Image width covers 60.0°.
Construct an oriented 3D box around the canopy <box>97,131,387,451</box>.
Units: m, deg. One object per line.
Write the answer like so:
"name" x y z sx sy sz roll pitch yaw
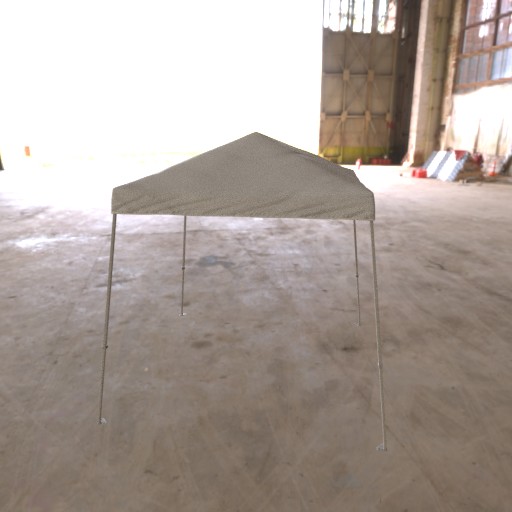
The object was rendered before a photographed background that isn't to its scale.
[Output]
"canopy" 0.000 0.000 5.260 2.849 2.849 2.848 2 16 8
